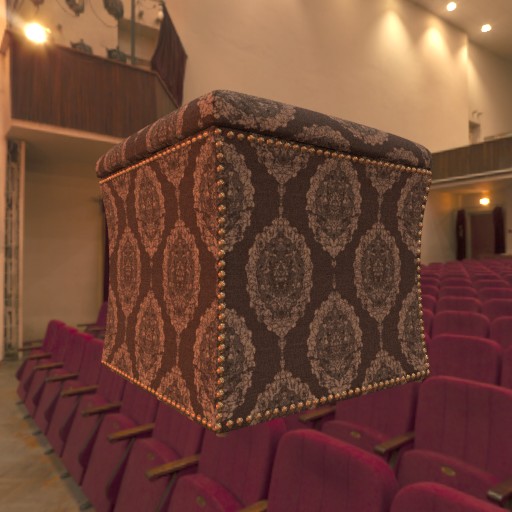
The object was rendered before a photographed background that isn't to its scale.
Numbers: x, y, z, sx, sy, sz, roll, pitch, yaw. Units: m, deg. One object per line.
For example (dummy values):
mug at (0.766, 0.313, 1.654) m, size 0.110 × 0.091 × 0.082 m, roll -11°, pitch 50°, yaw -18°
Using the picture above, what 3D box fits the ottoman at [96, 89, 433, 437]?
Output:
ottoman at (0.000, 0.000, 0.884) m, size 0.507 × 0.475 × 0.497 m, roll 0°, pitch -1°, yaw -36°
